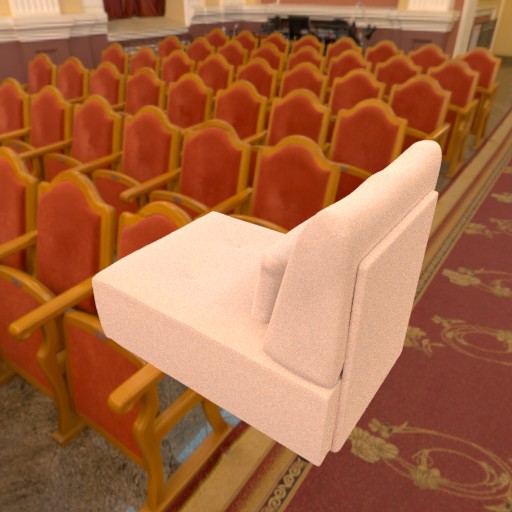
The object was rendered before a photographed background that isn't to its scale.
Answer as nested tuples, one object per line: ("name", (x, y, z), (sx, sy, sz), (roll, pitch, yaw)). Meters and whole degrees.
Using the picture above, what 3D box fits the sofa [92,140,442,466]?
("sofa", (0.000, 0.000, 1.561), (1.000, 0.820, 0.700), (20, 37, 30))
